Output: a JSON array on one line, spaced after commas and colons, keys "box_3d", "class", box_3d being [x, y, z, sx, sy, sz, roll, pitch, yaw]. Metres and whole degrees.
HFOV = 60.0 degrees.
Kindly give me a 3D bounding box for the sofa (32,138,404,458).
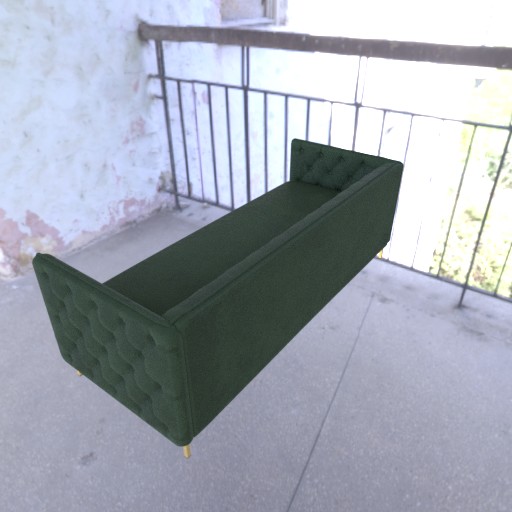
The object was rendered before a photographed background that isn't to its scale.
[{"box_3d": [0.000, 0.000, 2.650, 0.895, 0.771, 2.209, 22, 38, 31], "class": "sofa"}]
